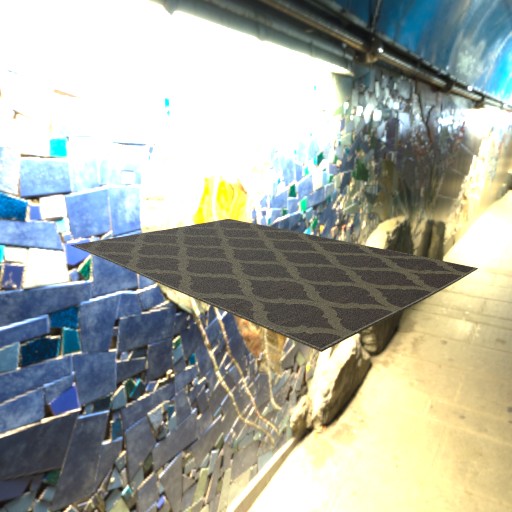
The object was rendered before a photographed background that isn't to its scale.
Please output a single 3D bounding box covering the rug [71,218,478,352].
[{"bbox_3d":[0.000,0.000,2.925,1.522,0.008,2.284,-14,21,-42],"label":"rug"}]
